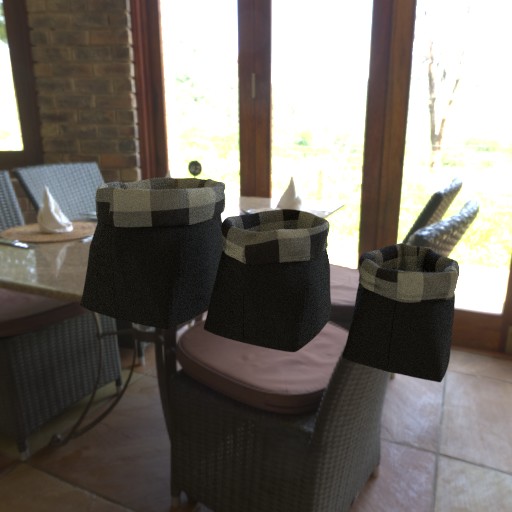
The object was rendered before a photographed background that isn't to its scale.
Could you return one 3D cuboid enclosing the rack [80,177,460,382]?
[{"bbox_3d":[0.000,0.000,1.058,0.889,0.329,0.370,8,17,27],"label":"rack"}]
